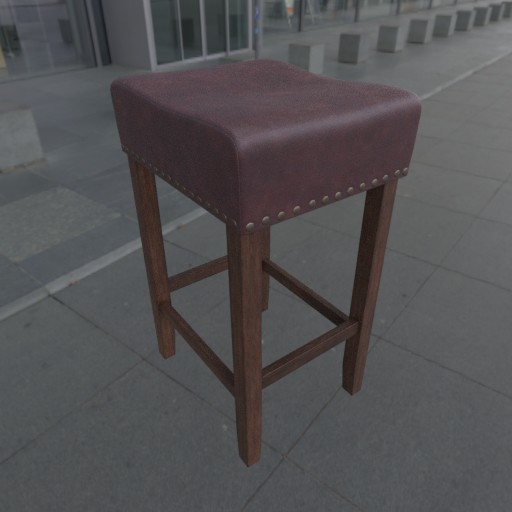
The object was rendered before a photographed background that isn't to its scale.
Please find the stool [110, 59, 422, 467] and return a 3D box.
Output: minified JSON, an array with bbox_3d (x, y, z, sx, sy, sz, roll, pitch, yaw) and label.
[{"bbox_3d":[0.000,0.000,1.030,0.401,0.769,0.465,-22,39,-30],"label":"stool"}]
